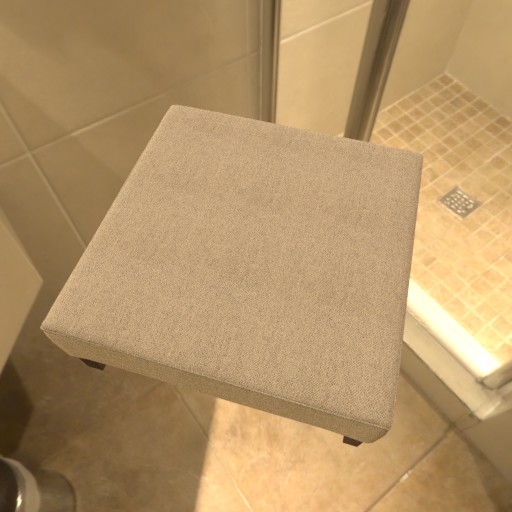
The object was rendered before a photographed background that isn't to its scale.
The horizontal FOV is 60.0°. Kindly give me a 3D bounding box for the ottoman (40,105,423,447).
[{"bbox_3d":[0.000,0.000,1.516,0.973,0.381,0.982,14,59,9],"label":"ottoman"}]
